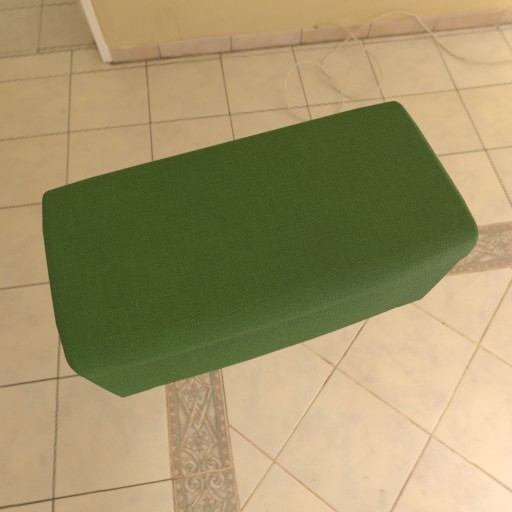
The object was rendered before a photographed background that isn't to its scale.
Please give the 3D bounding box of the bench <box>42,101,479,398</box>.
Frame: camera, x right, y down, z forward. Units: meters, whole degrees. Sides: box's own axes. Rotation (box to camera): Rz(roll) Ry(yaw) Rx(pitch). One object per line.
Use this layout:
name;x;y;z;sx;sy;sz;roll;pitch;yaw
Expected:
bench;0.000;0.000;1.258;0.989;0.501;0.505;-17;66;-8
